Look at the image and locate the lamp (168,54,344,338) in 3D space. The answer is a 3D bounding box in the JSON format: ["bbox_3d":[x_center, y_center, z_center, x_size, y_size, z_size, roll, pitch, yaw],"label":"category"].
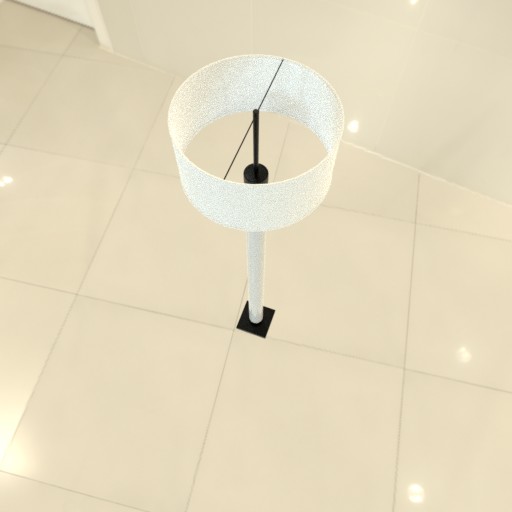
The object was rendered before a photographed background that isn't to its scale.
[{"bbox_3d":[0.000,0.000,1.696,0.420,1.475,0.420,18,64,9],"label":"lamp"}]
